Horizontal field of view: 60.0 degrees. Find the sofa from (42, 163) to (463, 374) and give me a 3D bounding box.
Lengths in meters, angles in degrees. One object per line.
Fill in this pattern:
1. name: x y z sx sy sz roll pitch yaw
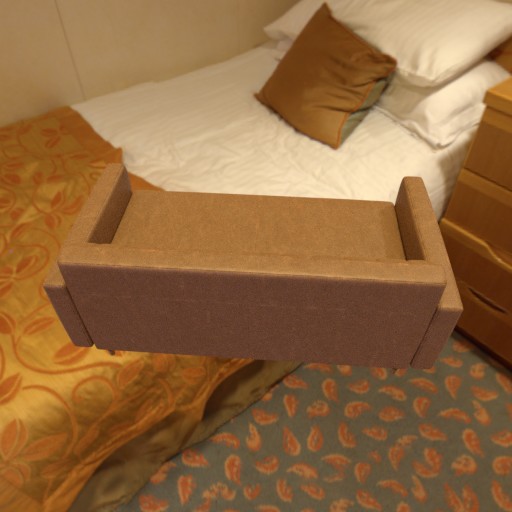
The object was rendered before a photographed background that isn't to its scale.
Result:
1. sofa: 0.000 0.000 2.405 1.847 0.821 0.993 3 46 3
